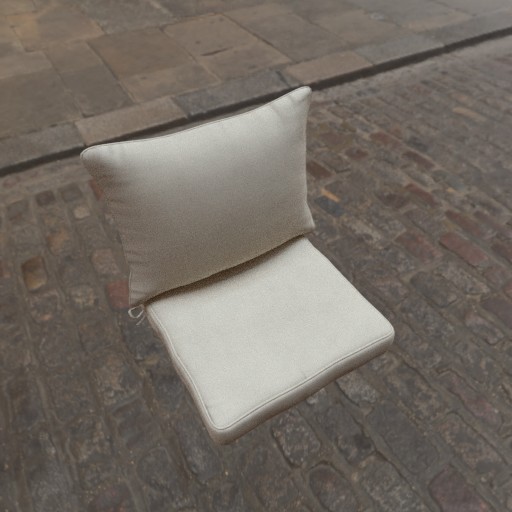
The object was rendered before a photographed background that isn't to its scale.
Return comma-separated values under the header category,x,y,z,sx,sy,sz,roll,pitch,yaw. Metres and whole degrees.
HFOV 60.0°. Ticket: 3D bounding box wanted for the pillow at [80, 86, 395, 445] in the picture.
category,x,y,z,sx,sy,sz,roll,pitch,yaw
pillow,0.000,0.000,1.407,0.798,0.716,0.733,-23,50,-21
